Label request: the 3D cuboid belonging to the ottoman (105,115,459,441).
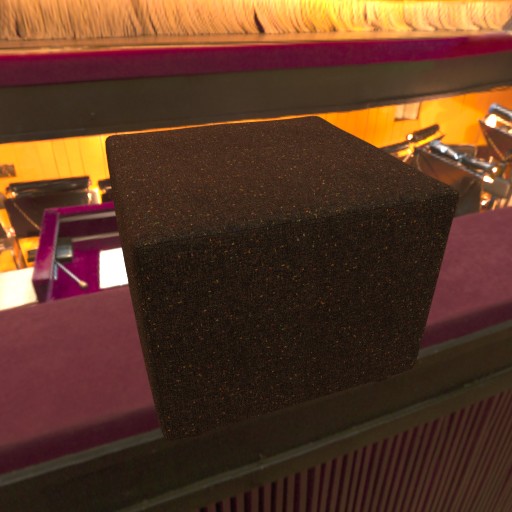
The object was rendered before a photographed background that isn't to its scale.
[{"bbox_3d":[0.000,0.000,0.900,0.508,0.432,0.508,-11,33,-17],"label":"ottoman"}]
